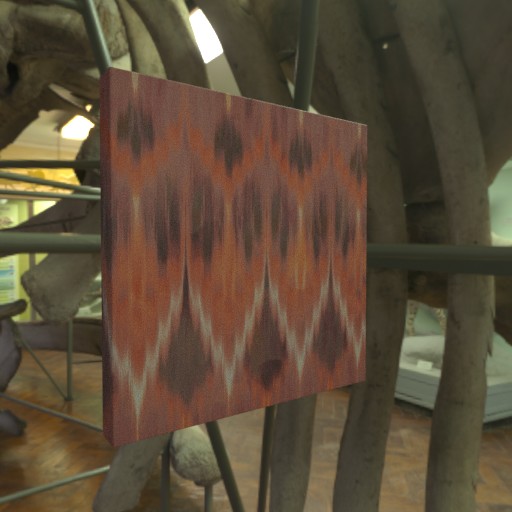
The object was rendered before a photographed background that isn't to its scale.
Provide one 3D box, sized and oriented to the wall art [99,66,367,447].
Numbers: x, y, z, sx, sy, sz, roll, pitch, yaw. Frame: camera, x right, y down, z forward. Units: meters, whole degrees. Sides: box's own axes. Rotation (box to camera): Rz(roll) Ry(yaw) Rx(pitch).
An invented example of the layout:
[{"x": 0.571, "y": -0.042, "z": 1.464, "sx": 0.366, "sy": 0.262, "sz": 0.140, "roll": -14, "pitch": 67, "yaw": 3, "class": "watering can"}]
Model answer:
[{"x": 0.000, "y": 0.000, "z": 0.602, "sx": 0.403, "sy": 0.406, "sz": 0.038, "roll": -1, "pitch": 2, "yaw": -35, "class": "wall art"}]
